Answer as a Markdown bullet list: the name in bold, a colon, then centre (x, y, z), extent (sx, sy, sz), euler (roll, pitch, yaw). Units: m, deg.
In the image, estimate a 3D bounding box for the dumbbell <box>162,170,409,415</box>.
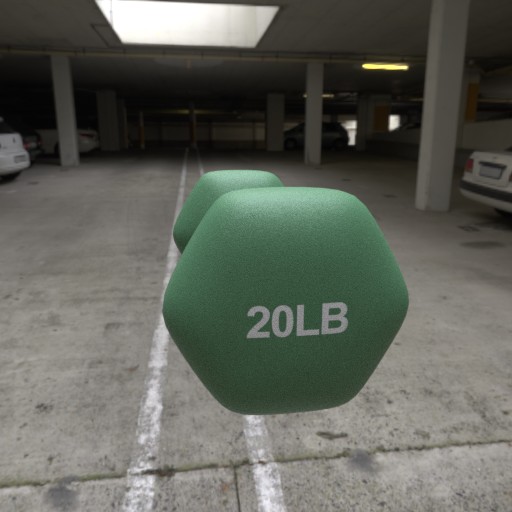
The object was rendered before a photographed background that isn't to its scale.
- **dumbbell**: centre (0.000, 0.000, 0.322), extent (0.126, 0.114, 0.257), euler (-2, 14, -8)
